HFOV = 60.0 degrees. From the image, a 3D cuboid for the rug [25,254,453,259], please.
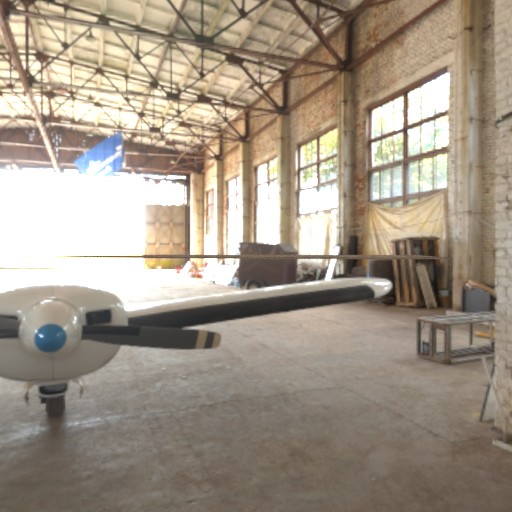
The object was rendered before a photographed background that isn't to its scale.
[{"bbox_3d":[0.000,0.000,4.311,3.205,0.015,2.437,0,1,16],"label":"rug"}]
